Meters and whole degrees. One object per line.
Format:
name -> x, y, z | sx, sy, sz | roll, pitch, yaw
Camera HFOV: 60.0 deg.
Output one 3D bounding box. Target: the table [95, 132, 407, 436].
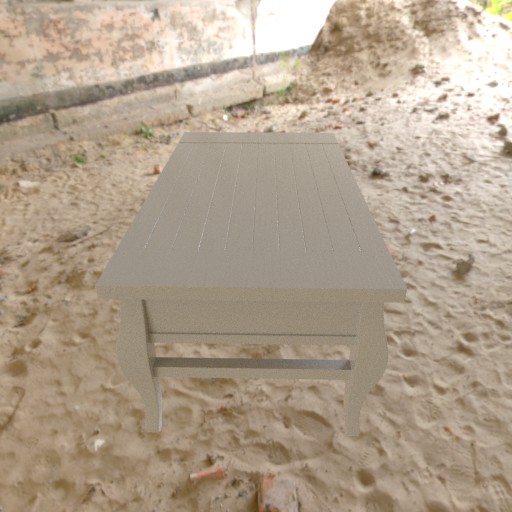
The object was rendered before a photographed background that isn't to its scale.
table -> 0.000, 0.000, 1.409 | 0.600, 0.495, 1.062 | 1, 31, 1
